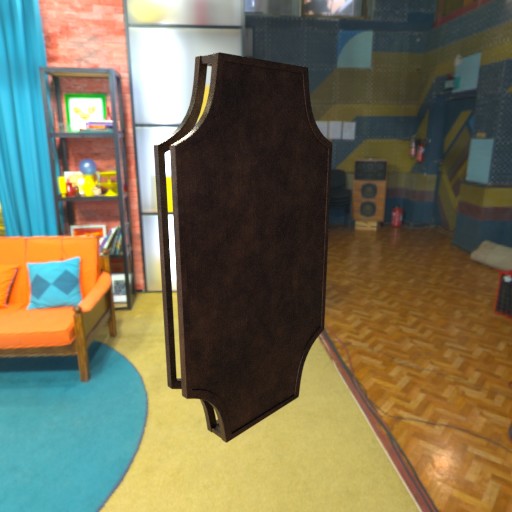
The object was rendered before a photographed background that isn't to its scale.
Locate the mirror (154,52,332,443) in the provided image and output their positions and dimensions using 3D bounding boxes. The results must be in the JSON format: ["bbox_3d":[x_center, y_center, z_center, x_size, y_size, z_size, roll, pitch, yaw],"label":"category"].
[{"bbox_3d":[0.000,0.000,1.002,0.066,0.811,0.462,14,21,43],"label":"mirror"}]
